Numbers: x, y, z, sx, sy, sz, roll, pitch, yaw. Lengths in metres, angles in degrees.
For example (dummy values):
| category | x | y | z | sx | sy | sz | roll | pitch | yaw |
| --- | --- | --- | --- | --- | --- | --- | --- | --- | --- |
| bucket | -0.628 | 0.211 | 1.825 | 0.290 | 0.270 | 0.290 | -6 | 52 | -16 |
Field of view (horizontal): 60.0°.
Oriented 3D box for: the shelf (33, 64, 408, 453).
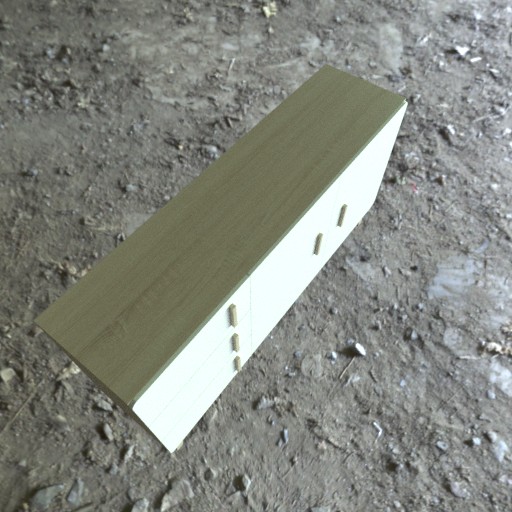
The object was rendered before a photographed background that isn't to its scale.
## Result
| category | x | y | z | sx | sy | sz | roll | pitch | yaw |
| --- | --- | --- | --- | --- | --- | --- | --- | --- | --- |
| shelf | 0.000 | 0.000 | 1.798 | 0.400 | 0.780 | 1.490 | 33 | 62 | 20 |
